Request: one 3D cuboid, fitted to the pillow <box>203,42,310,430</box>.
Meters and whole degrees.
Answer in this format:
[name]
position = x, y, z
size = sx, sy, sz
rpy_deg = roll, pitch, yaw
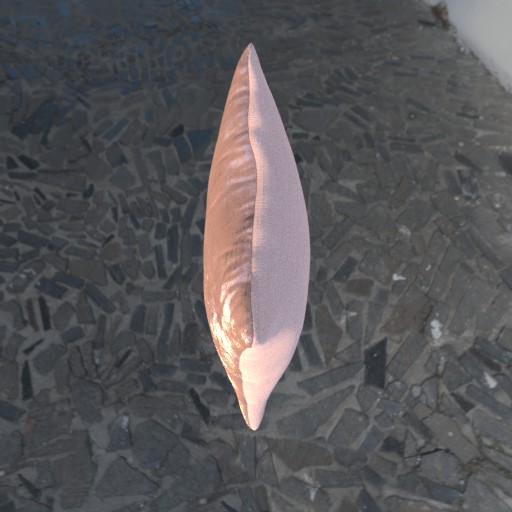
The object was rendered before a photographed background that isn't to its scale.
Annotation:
[pillow]
position = 0.000, 0.000, 0.737
size = 0.175, 0.464, 0.470
rpy_deg = 0, 59, 0
